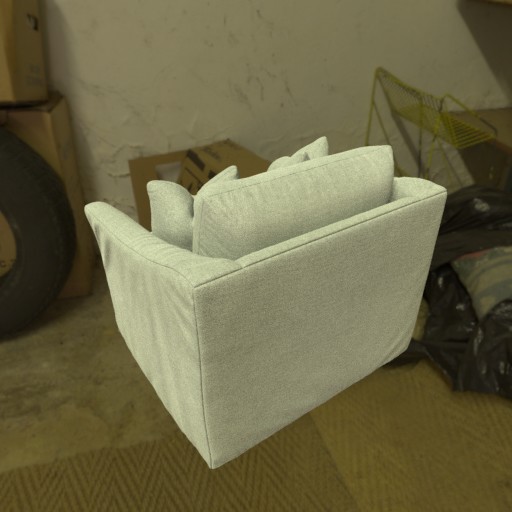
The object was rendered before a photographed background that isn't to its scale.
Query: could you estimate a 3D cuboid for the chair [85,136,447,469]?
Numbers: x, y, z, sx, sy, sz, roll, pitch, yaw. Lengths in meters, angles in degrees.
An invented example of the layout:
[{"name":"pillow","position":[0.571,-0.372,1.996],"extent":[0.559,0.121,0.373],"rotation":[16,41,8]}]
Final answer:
[{"name":"chair","position":[0.000,0.000,2.044],"extent":[1.194,1.059,1.071],"rotation":[-20,37,-29]}]
